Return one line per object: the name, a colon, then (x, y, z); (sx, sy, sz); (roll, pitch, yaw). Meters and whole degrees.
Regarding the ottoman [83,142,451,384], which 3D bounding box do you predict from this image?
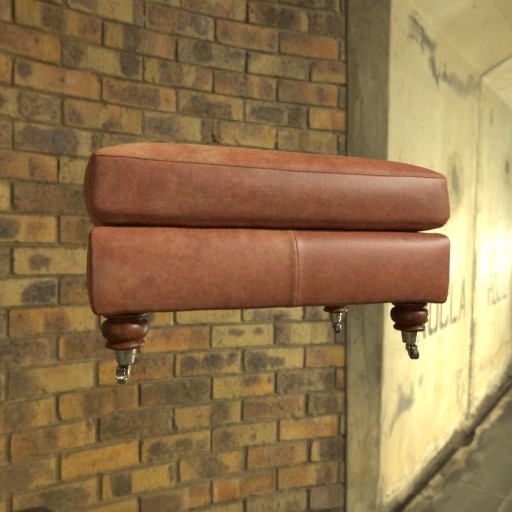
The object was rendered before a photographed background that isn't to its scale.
ottoman: (0.000, 0.000, 1.192); (0.852, 0.507, 0.565); (0, 0, -18)
